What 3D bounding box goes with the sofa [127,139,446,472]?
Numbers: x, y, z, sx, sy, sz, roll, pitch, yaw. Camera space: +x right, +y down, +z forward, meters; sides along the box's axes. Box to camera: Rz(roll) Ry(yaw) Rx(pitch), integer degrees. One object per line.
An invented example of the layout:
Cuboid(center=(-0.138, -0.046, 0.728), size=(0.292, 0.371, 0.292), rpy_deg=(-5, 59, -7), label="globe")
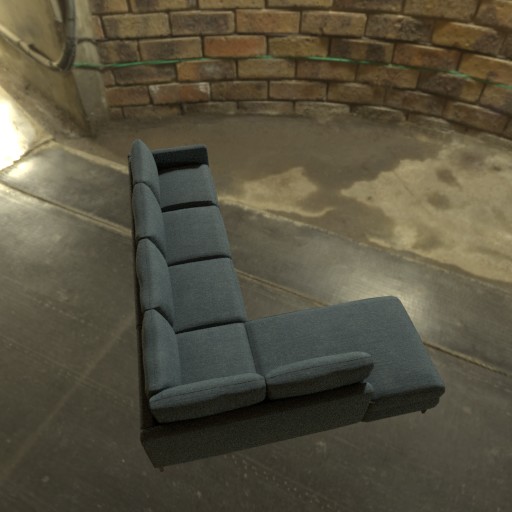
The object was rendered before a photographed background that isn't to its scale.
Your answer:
Cuboid(center=(0.000, 0.000, 3.776), size=(2.007, 0.815, 2.949), rpy_deg=(-9, 49, -8), label="sofa")
